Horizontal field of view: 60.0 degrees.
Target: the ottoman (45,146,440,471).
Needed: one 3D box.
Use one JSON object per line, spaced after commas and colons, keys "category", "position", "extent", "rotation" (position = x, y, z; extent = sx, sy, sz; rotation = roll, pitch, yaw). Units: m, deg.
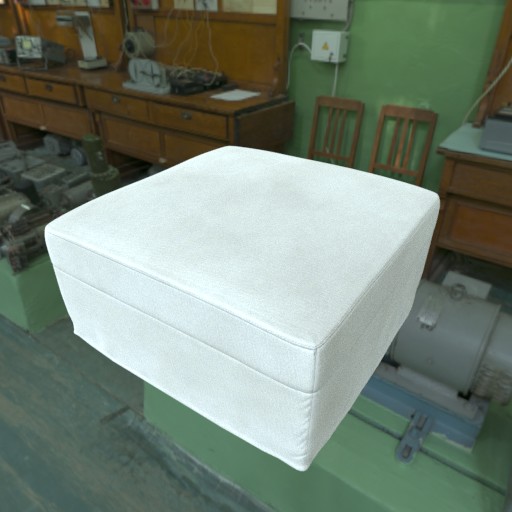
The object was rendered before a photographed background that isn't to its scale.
{"category": "ottoman", "position": [0.000, 0.000, 1.338], "extent": [0.843, 0.441, 0.842], "rotation": [20, 37, 29]}
